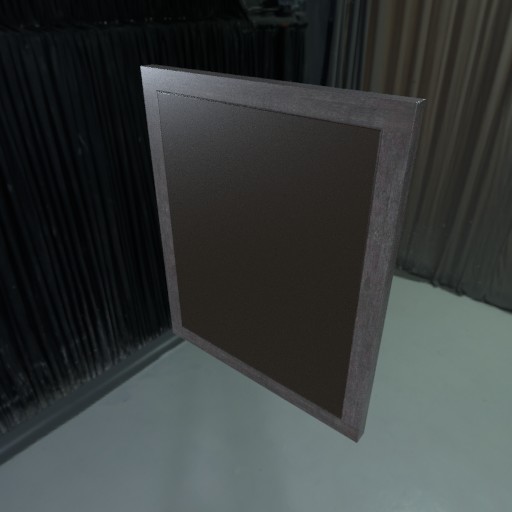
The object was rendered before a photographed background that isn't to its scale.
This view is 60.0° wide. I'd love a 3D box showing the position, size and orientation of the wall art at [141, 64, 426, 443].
[{"bbox_3d":[0.000,0.000,0.775,0.479,0.580,0.027,22,37,33],"label":"wall art"}]
